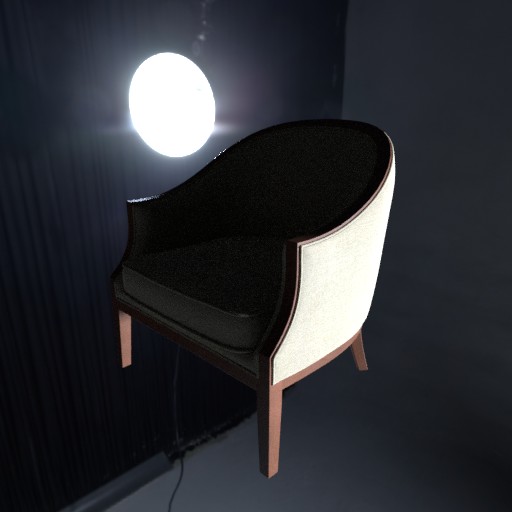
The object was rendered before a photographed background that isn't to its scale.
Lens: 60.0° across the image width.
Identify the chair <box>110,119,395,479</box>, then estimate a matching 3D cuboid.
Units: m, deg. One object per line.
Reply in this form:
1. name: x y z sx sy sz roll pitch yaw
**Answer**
1. chair: 0.000 0.000 1.478 0.735 0.876 0.803 -16 23 -42
